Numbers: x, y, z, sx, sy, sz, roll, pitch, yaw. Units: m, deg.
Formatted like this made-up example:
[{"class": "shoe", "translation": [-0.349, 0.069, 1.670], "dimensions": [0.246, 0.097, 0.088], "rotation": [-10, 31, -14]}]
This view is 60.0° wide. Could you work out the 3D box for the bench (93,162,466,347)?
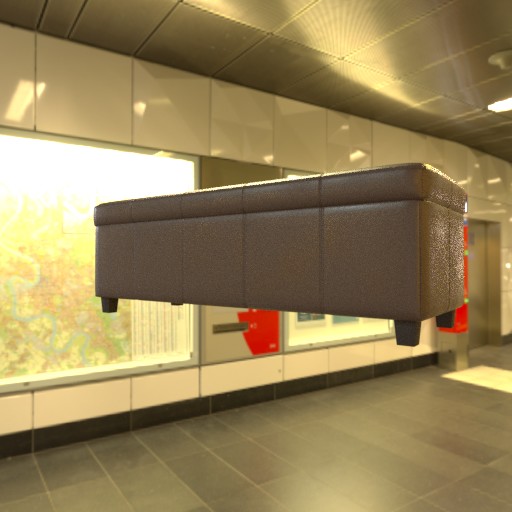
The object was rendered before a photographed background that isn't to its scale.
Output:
[{"class": "bench", "translation": [0.000, 0.000, 1.472], "dimensions": [1.219, 0.417, 0.450], "rotation": [-1, -1, 36]}]
